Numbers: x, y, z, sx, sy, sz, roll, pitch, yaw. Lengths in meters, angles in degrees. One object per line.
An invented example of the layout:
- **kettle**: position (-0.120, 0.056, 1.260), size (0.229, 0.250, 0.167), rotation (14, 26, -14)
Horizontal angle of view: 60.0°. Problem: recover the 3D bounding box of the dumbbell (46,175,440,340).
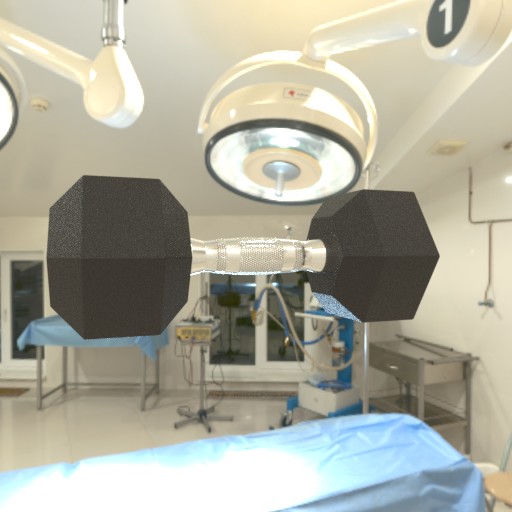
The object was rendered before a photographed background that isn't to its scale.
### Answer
- **dumbbell**: position (0.000, 0.000, 0.376), size (0.315, 0.113, 0.129), rotation (0, 1, -19)
